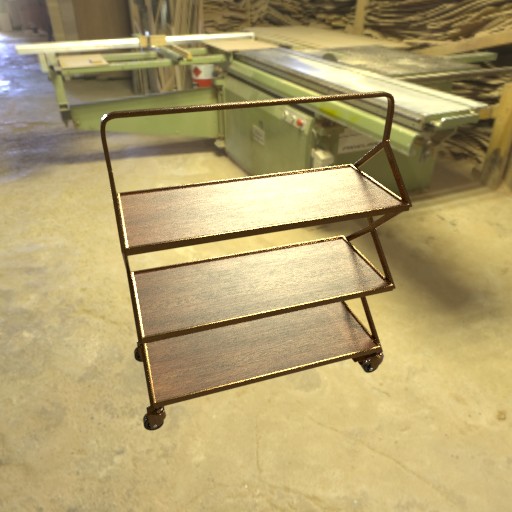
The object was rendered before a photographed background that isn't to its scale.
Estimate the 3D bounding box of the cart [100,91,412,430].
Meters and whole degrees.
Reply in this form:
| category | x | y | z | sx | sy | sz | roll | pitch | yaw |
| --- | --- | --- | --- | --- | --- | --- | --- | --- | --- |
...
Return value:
| category | x | y | z | sx | sy | sz | roll | pitch | yaw |
| --- | --- | --- | --- | --- | --- | --- | --- | --- | --- |
| cart | 0.000 | 0.000 | 1.191 | 0.723 | 0.805 | 0.313 | -10 | 33 | -15 |
